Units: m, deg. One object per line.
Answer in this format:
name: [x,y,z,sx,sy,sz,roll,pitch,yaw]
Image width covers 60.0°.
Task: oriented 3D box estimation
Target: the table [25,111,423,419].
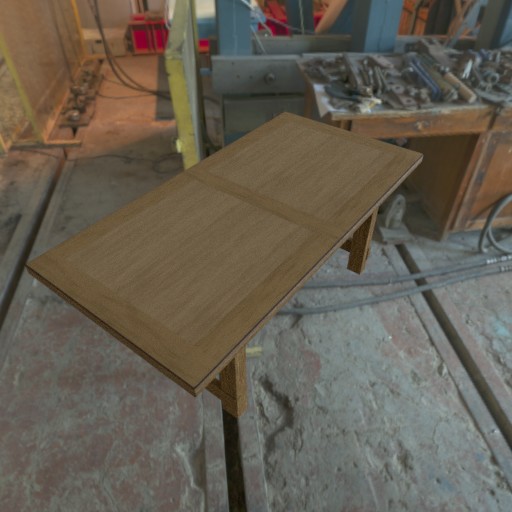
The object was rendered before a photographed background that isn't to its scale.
table: [0.000,0.000,2.521,1.000,0.762,1.982,27,48,27]
